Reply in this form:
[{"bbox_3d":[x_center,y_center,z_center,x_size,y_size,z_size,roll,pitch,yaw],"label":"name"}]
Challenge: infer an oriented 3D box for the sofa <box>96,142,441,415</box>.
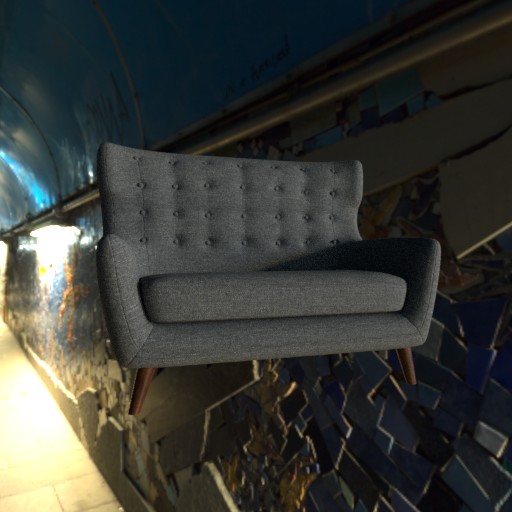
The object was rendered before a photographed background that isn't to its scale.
[{"bbox_3d":[0.000,0.000,1.987,1.358,1.028,0.874,0,1,-18],"label":"sofa"}]
